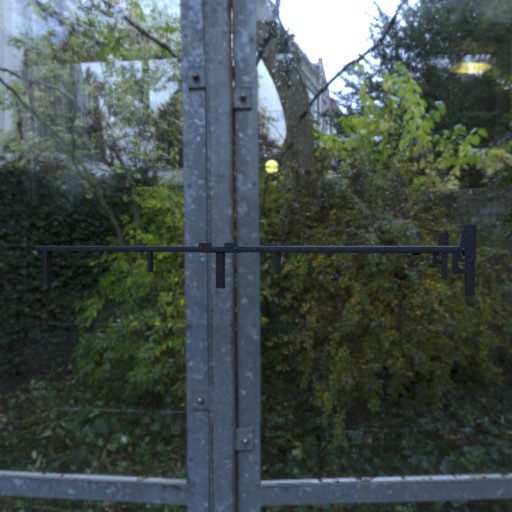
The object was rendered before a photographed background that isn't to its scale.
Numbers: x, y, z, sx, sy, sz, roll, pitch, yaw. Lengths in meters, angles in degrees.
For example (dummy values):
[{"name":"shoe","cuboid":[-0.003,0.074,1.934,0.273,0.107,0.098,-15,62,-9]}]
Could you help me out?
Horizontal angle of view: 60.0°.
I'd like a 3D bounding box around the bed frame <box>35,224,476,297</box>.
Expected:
[{"name":"bed frame","cuboid":[0.000,0.000,2.269,1.897,0.248,0.968,0,1,18]}]
